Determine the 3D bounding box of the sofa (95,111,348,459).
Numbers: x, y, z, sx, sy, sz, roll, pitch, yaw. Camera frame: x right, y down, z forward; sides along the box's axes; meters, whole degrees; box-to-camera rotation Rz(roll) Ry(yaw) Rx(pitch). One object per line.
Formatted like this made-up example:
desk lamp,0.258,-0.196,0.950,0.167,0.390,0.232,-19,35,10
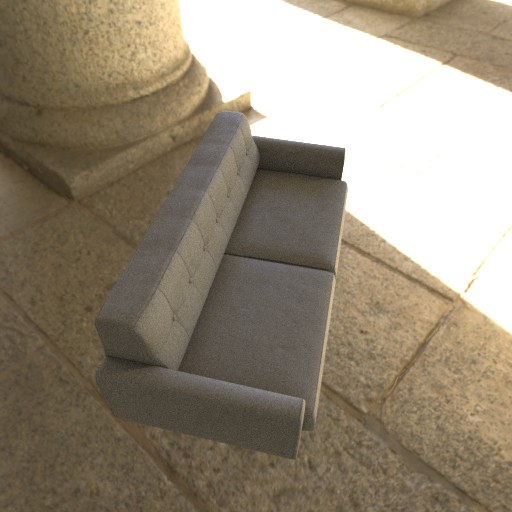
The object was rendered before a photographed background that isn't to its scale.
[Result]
sofa,0.000,0.000,2.632,0.968,0.873,2.055,9,47,9
